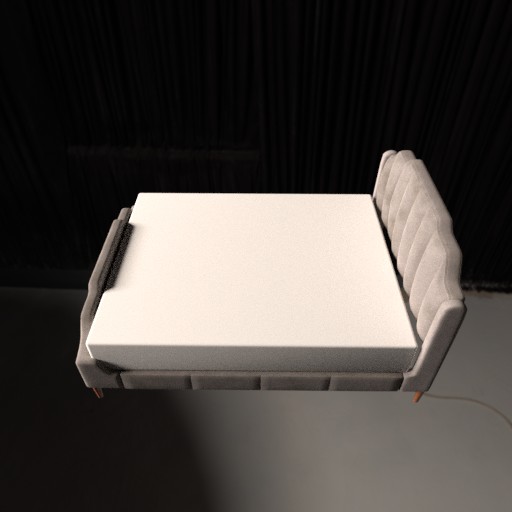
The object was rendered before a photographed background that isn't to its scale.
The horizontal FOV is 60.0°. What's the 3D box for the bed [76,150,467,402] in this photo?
[{"bbox_3d":[0.000,0.000,3.285,2.340,1.245,1.676,0,43,0],"label":"bed"}]
